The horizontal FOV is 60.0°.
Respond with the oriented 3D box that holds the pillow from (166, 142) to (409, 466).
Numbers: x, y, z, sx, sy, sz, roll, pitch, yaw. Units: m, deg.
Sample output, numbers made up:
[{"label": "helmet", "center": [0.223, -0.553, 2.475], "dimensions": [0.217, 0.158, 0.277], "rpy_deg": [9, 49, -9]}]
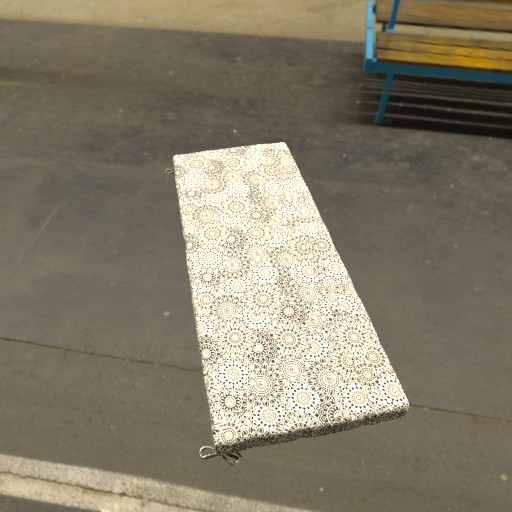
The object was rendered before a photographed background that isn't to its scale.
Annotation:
[{"label": "pillow", "center": [0.000, 0.000, 1.383], "dimensions": [0.492, 0.081, 1.187], "rpy_deg": [-9, 47, -8]}]
